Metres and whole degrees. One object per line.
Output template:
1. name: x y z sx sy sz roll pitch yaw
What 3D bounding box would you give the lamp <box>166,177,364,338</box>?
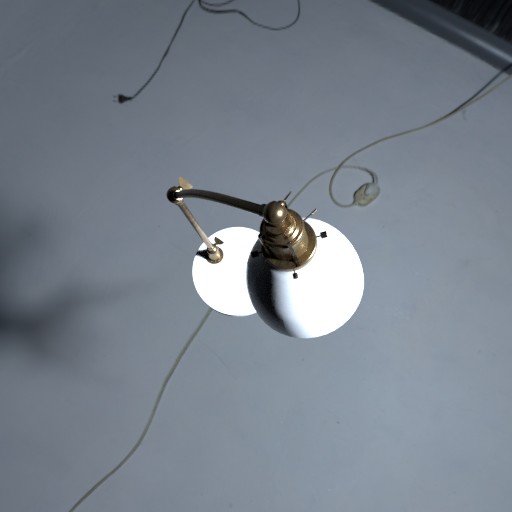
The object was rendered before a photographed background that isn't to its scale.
1. lamp: 0.000 0.000 0.677 0.317 0.522 0.186 34 79 8
